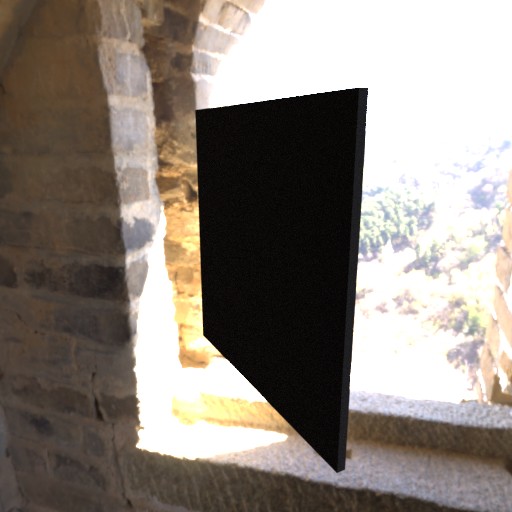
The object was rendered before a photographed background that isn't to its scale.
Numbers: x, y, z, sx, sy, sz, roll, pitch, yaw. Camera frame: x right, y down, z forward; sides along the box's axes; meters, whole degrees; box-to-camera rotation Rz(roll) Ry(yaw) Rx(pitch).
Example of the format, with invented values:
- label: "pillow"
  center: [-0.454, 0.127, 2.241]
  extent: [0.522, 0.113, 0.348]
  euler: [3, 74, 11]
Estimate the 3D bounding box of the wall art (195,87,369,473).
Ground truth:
- label: "wall art"
  center: [0.000, 0.000, 0.696]
  extent: [0.013, 0.458, 0.456]
  euler: [-8, 17, -27]
